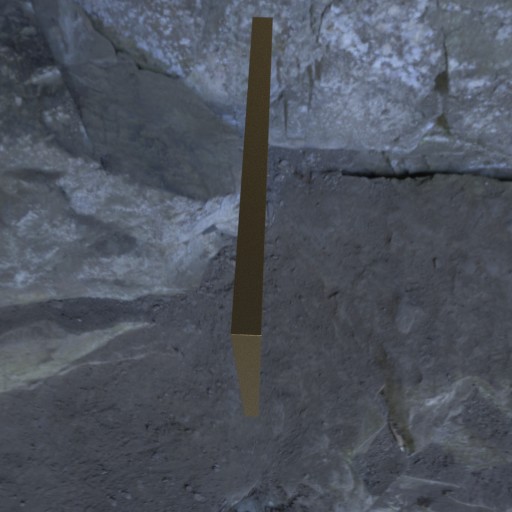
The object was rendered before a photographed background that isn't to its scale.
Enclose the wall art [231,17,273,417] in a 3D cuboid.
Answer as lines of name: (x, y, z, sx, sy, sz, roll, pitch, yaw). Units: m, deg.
wall art: (0.000, 0.000, 1.026, 0.038, 0.762, 0.610, 2, 63, 1)
